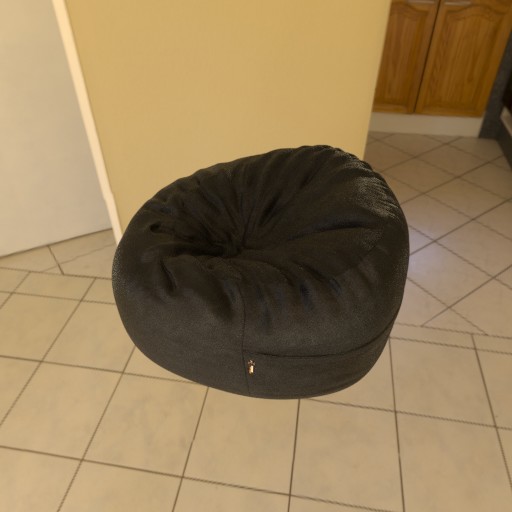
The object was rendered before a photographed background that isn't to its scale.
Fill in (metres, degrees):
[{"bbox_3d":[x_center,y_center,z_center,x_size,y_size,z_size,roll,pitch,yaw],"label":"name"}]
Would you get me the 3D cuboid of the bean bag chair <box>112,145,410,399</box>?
[{"bbox_3d":[0.000,0.000,2.422,1.524,0.878,1.524,0,40,0],"label":"bean bag chair"}]
